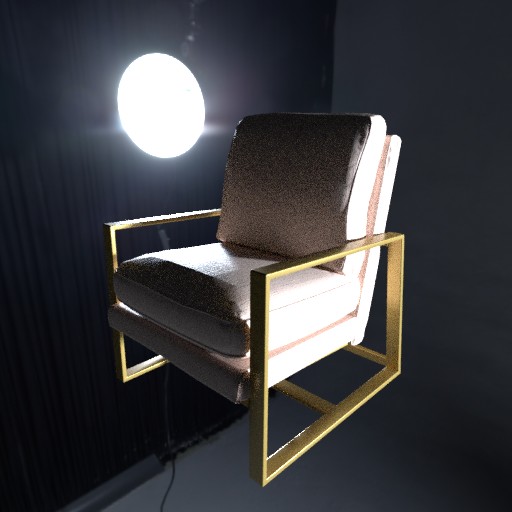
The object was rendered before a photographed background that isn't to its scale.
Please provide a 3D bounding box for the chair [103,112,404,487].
[{"bbox_3d":[0.000,0.000,1.532,0.758,0.956,0.813,16,23,42],"label":"chair"}]
